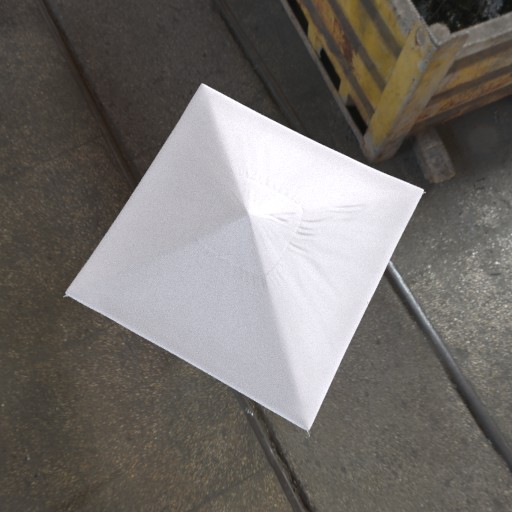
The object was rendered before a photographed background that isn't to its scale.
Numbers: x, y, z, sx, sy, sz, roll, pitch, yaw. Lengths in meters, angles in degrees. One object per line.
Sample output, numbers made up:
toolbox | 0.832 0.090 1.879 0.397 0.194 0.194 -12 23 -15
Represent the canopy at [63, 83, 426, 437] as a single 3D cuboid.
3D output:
canopy | 0.000 0.000 5.498 3.121 2.997 3.043 28 78 7
